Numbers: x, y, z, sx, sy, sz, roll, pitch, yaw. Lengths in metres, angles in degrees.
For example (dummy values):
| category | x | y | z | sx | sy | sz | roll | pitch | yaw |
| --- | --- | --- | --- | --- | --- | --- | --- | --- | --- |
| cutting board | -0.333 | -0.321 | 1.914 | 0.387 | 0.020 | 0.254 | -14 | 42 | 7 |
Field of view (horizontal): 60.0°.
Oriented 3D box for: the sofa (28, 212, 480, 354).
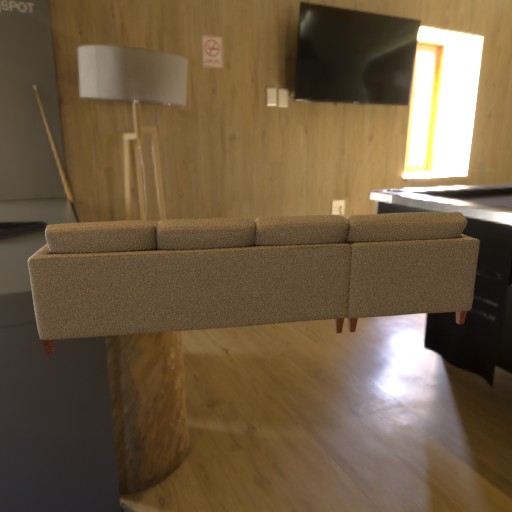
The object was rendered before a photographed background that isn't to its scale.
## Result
| category | x | y | z | sx | sy | sz | roll | pitch | yaw |
| --- | --- | --- | --- | --- | --- | --- | --- | --- | --- |
| sofa | 0.000 | 0.000 | 3.802 | 3.201 | 0.876 | 1.502 | -2 | 15 | -9 |
